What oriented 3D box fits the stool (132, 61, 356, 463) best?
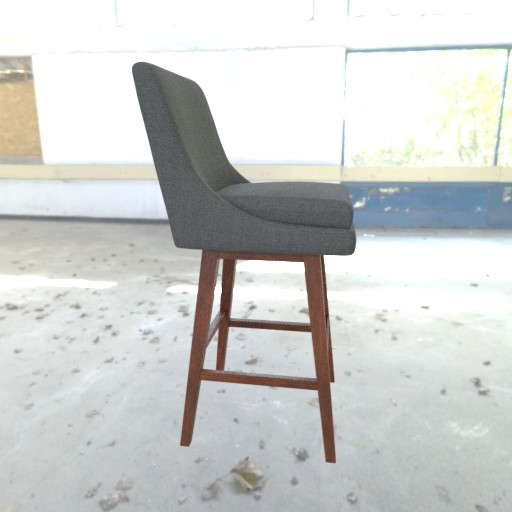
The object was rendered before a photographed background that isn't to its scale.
[{"bbox_3d":[0.000,0.000,1.247,0.524,0.977,0.447,2,15,9],"label":"stool"}]
